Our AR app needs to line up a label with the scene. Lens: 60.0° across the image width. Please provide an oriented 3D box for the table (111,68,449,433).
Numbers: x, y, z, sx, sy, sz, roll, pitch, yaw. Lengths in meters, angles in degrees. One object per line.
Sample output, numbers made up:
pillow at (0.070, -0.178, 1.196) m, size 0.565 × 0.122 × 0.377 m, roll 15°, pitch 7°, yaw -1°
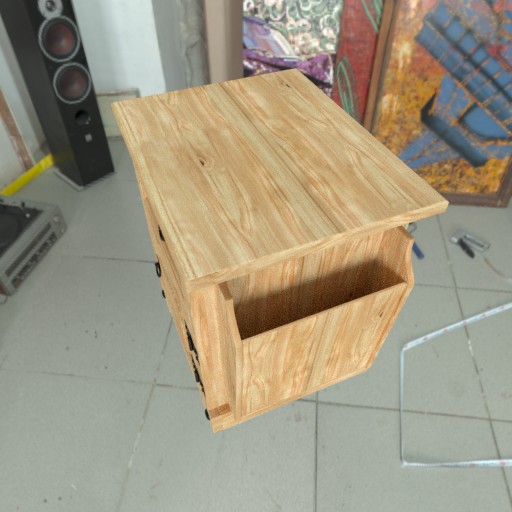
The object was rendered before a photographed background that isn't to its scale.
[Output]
table at (0.000, 0.000, 0.896) m, size 0.380 × 0.515 × 0.530 m, roll -17°, pitch 49°, yaw -16°
